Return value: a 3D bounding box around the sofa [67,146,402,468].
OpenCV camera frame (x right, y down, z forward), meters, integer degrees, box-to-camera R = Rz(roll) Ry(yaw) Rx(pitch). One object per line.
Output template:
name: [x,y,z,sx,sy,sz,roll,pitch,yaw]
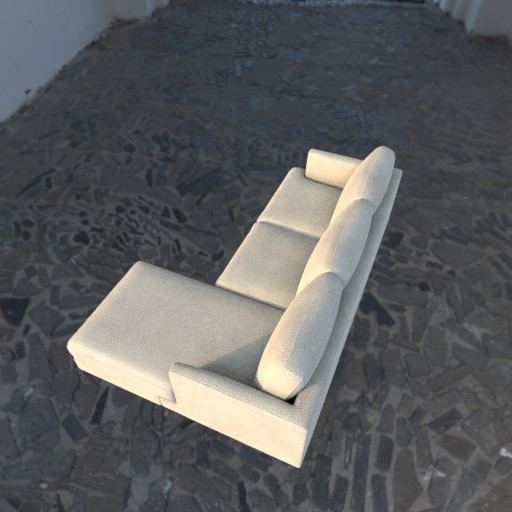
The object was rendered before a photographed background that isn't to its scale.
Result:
sofa: [0.000,0.000,3.092,1.504,0.956,2.233,18,49,16]
